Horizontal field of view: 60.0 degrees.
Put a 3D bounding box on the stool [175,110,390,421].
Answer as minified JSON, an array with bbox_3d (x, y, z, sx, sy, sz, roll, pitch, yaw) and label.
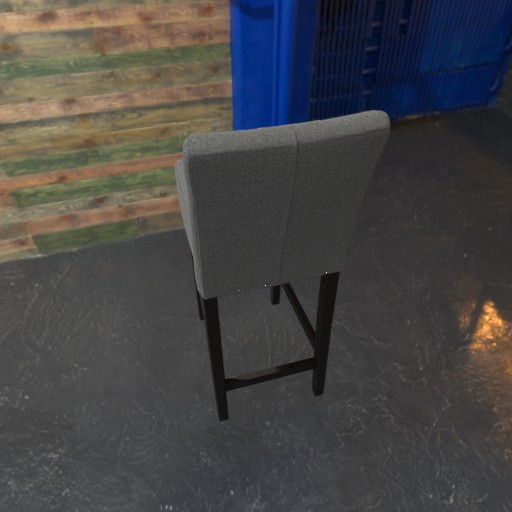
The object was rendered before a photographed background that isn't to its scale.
[{"bbox_3d":[0.000,0.000,1.332,0.411,1.047,0.548,-11,43,-12],"label":"stool"}]
